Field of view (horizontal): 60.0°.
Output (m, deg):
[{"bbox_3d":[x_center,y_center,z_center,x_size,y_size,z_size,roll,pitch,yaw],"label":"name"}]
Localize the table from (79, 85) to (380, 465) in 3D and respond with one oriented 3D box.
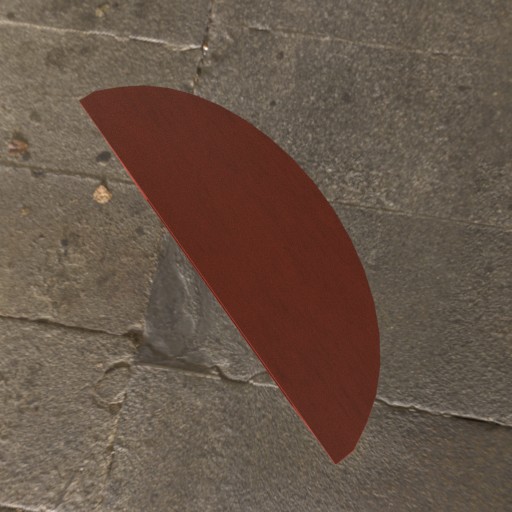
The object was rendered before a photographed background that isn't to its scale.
[{"bbox_3d":[0.000,0.000,1.591,0.405,0.779,1.219,-35,79,-8],"label":"table"}]
